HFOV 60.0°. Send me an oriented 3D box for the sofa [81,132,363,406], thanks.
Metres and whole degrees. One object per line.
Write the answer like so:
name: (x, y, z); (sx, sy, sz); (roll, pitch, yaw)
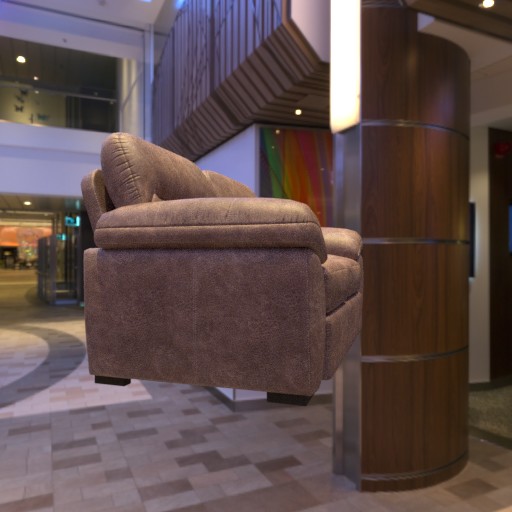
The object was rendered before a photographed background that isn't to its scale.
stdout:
sofa: (0.000, 0.000, 2.329); (0.991, 0.991, 1.753); (0, 0, 19)
